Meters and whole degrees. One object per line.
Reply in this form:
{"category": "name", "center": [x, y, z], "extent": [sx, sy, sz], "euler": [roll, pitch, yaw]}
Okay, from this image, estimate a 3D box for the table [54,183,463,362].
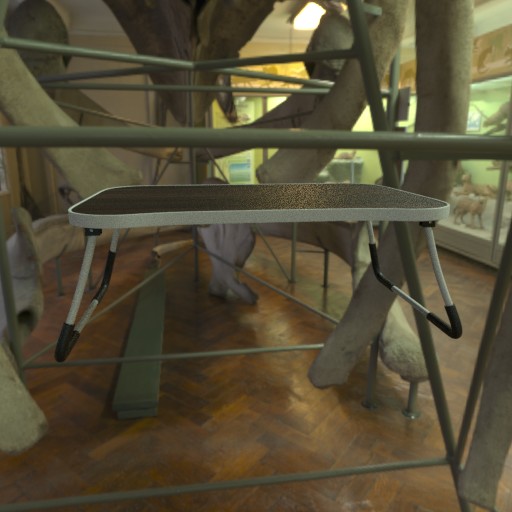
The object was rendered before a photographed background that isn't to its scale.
{"category": "table", "center": [0.000, 0.000, 0.844], "extent": [0.660, 0.232, 0.400], "euler": [-2, 15, -7]}
